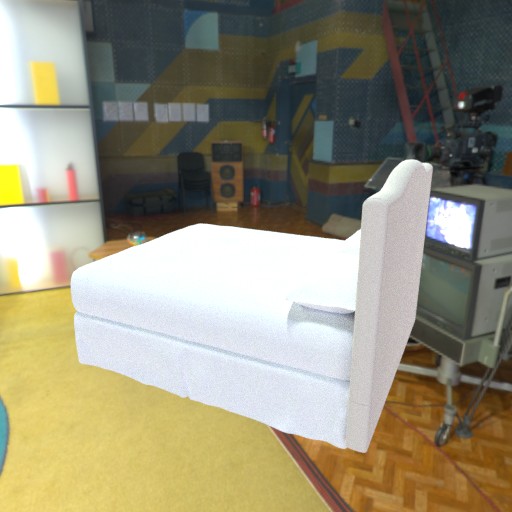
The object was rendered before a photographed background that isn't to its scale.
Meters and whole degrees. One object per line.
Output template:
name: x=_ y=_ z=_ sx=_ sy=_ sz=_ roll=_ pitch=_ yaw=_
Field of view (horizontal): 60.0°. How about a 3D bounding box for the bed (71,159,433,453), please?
bed: x=0.000 y=0.000 z=3.248 sx=2.143 sy=1.460 sz=1.753 roll=8 pitch=19 yaw=25
